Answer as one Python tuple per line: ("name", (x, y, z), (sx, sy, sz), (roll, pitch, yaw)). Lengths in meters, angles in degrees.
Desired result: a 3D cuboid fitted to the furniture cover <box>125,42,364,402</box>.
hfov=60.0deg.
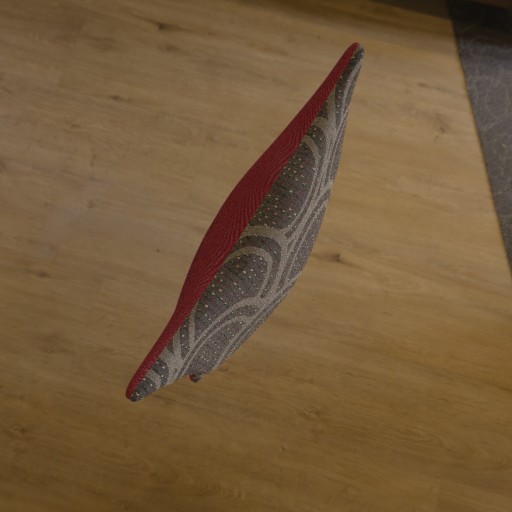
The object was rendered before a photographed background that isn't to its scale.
("furniture cover", (0.000, 0.000, 0.764), (0.163, 0.513, 0.514), (31, 78, 7))
